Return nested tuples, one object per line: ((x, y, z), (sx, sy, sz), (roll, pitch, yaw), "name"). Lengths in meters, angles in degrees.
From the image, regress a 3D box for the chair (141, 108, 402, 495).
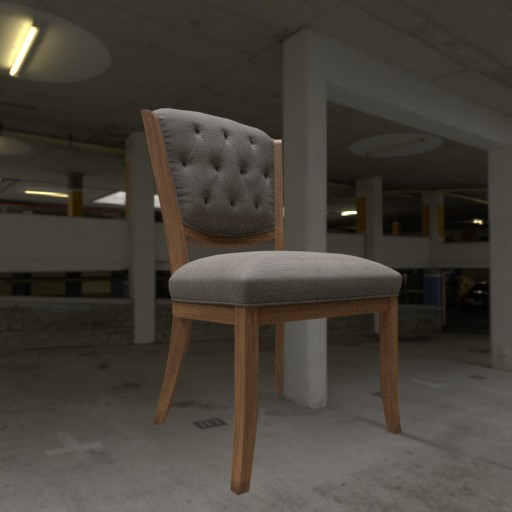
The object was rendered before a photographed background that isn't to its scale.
((0.000, 0.000, 1.211), (0.513, 0.905, 0.584), (1, -1, -37), "chair")
